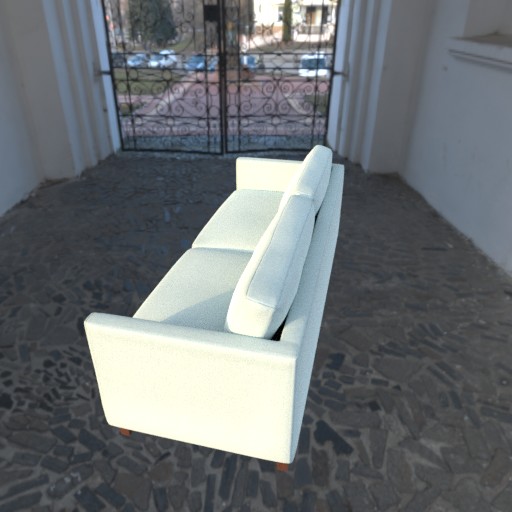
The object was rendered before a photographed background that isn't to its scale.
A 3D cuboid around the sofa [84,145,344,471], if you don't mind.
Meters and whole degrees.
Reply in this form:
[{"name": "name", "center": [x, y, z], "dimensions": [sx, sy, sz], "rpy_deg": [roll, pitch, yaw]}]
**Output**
[{"name": "sofa", "center": [0.000, 0.000, 2.908], "dimensions": [0.948, 0.965, 2.434], "rpy_deg": [7, 30, 12]}]
